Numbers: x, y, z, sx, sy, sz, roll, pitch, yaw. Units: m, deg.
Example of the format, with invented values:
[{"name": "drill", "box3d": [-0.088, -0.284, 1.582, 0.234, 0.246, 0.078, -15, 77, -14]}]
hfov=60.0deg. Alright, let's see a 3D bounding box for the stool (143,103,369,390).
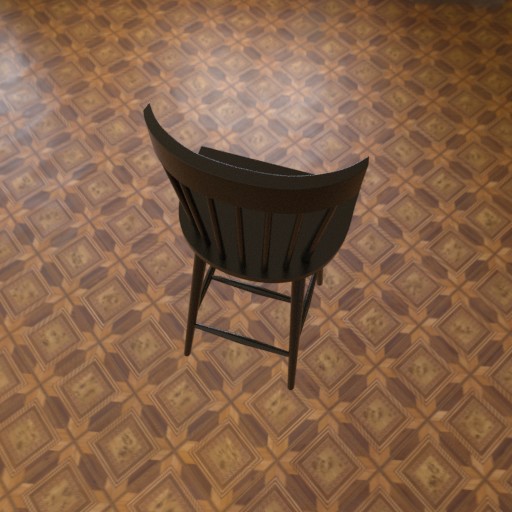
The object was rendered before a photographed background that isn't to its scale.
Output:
[{"name": "stool", "box3d": [0.000, 0.000, 1.334, 0.482, 1.092, 0.483, 16, 64, 8]}]
